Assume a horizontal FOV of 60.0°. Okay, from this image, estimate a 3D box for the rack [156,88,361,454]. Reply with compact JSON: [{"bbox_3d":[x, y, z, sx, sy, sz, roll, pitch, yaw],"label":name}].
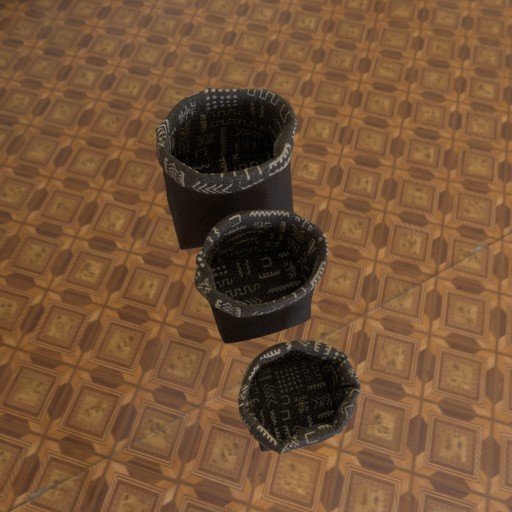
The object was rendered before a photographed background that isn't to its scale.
[{"bbox_3d":[0.000,0.000,1.113,0.379,0.323,0.905,-14,65,-7],"label":"rack"}]
